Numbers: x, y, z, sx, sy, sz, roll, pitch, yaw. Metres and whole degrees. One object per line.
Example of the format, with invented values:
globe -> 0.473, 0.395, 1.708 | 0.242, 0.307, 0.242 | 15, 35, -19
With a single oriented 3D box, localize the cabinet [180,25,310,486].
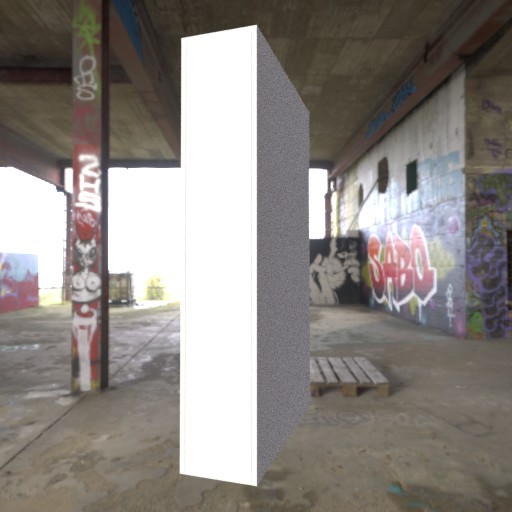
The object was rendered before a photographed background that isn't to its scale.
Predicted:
cabinet -> 0.000, 0.000, 1.624 | 0.250, 1.280, 0.750 | 0, -1, 18
